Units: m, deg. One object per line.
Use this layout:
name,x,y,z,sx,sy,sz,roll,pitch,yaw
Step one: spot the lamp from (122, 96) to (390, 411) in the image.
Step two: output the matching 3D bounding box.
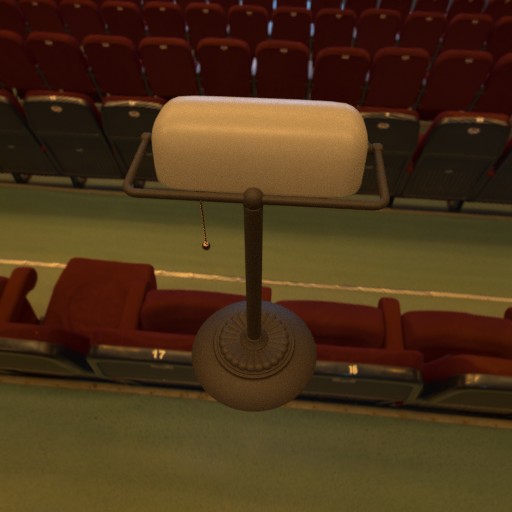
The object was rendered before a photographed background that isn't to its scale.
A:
lamp,0.000,0.000,0.533,0.264,0.339,0.243,3,48,3
